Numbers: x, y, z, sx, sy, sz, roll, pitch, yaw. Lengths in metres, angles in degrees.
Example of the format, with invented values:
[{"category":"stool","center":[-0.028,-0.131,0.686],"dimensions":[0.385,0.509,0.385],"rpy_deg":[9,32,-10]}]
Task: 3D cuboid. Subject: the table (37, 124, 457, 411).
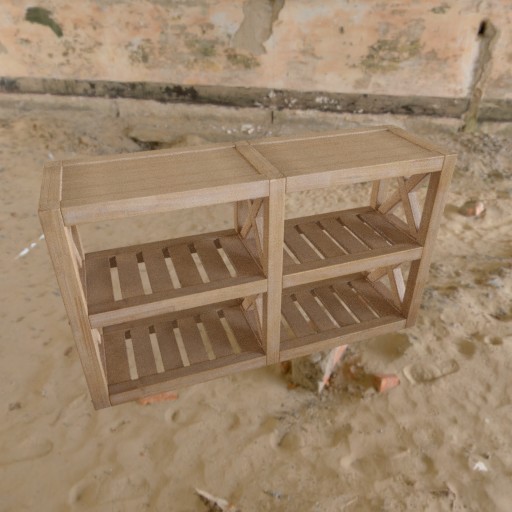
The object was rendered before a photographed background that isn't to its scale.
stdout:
[{"category":"table","center":[0.000,0.000,1.658],"dimensions":[1.320,0.762,0.381],"rpy_deg":[-11,34,-17]}]
